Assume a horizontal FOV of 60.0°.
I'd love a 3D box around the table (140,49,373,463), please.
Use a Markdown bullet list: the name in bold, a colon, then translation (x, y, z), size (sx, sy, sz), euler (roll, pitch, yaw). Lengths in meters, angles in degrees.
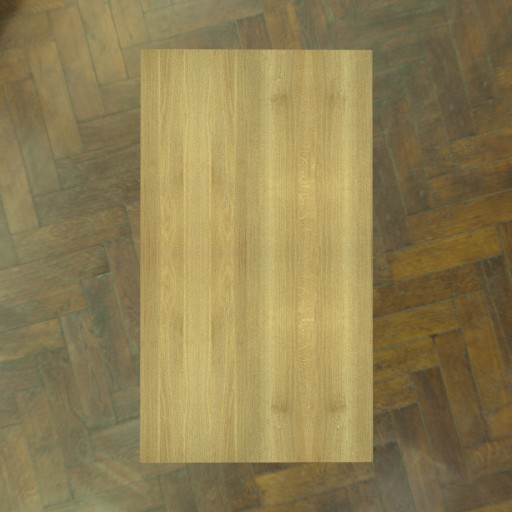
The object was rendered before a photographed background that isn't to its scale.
- **table**: translation (0.000, 0.000, 2.092), size (0.900, 0.750, 1.600), euler (0, 90, 0)
